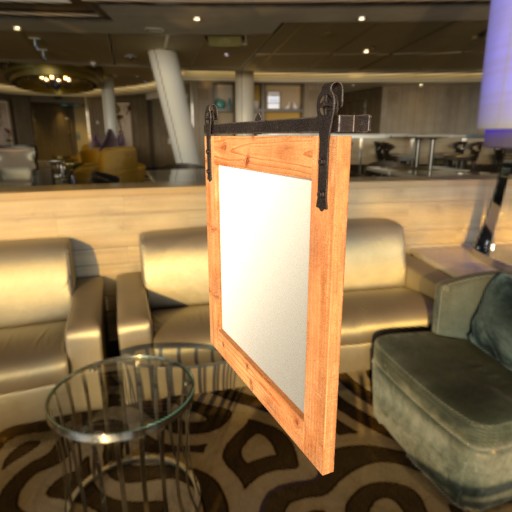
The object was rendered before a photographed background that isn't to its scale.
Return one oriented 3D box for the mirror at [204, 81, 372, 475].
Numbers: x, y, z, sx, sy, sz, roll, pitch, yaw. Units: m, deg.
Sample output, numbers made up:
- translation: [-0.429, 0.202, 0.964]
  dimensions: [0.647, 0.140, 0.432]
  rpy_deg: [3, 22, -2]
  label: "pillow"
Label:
- translation: [0.000, 0.000, 1.180]
  dimensions: [0.054, 0.800, 0.805]
  rpy_deg: [-7, 17, -24]
  label: "mirror"
